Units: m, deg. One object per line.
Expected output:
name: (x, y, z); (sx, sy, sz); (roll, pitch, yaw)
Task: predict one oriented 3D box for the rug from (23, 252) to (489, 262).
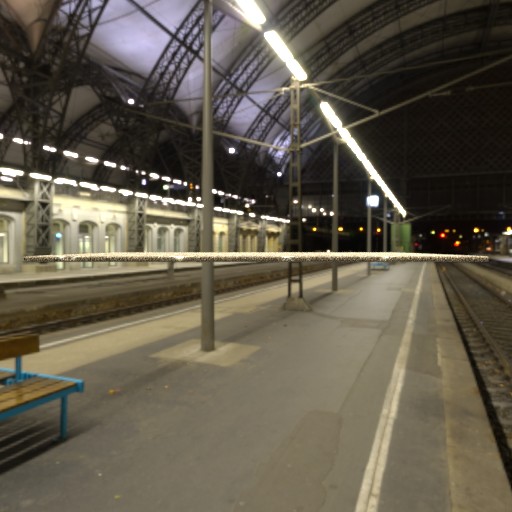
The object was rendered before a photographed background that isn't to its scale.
rug: (0.000, 0.000, 3.059); (2.438, 0.030, 1.524); (0, 1, 0)
